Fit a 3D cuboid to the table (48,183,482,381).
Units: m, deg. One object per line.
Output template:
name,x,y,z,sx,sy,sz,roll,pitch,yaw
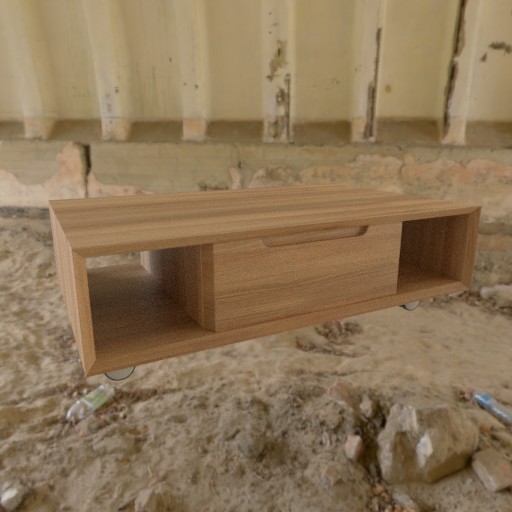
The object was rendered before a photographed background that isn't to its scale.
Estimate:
table,0.000,0.000,1.374,1.100,0.330,0.700,-8,17,-26
